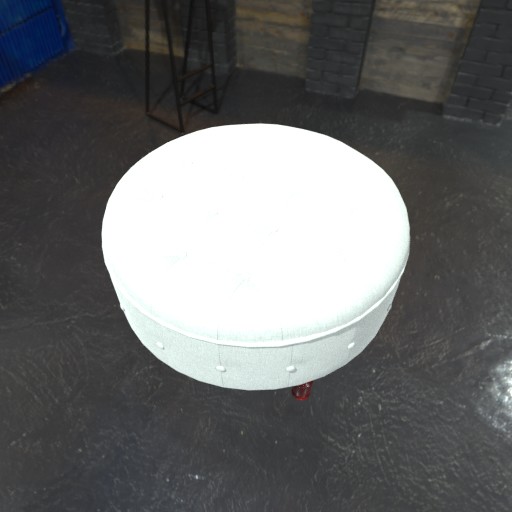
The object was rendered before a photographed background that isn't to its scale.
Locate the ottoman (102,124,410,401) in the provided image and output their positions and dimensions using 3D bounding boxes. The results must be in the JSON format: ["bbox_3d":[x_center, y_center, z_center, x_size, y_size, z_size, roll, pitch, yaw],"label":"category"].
[{"bbox_3d":[0.000,0.000,1.375,0.850,0.483,0.850,0,47,0],"label":"ottoman"}]
